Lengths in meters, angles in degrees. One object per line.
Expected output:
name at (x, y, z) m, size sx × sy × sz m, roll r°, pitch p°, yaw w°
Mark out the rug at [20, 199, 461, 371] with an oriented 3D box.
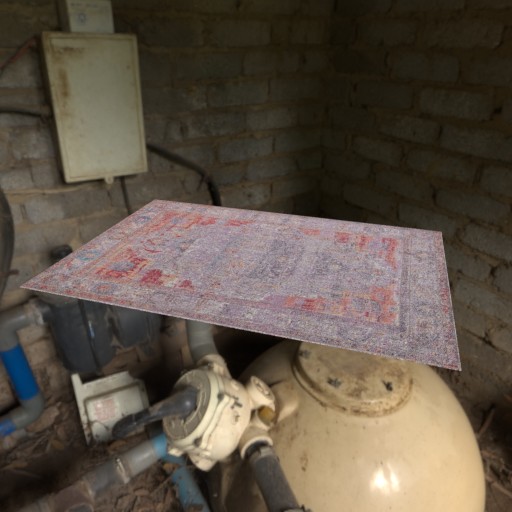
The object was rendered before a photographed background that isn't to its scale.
rug at (0.000, 0.000, 2.251) m, size 1.829 × 0.005 × 1.219 m, roll 8°, pitch 28°, yaw 16°
